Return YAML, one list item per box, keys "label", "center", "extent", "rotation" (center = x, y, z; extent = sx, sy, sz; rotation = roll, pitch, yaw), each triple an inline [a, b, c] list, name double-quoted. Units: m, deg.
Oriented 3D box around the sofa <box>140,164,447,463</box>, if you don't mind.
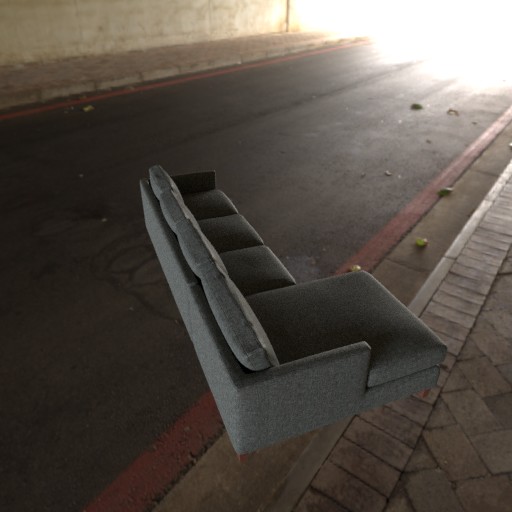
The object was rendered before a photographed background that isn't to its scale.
- label: "sofa"
  center: [0.000, 0.000, 4.246]
  extent: [1.635, 0.960, 3.485]
  rotation: [-12, 33, -18]
